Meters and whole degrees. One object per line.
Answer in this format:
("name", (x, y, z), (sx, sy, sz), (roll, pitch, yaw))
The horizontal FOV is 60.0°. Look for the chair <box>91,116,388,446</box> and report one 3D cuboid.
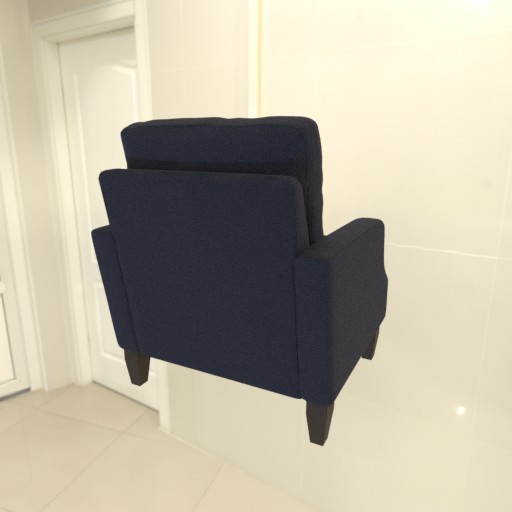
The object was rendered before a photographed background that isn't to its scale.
("chair", (0.000, 0.000, 1.688), (0.855, 0.991, 0.897), (8, 17, 27))
